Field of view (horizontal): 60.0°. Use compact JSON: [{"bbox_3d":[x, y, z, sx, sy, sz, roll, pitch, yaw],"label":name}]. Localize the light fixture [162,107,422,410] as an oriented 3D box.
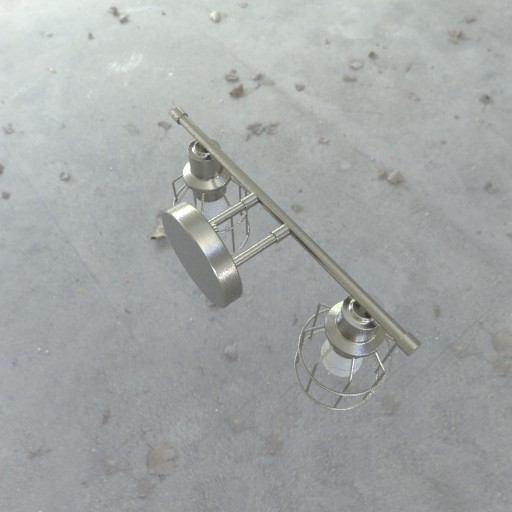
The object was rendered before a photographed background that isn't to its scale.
[{"bbox_3d":[0.000,0.000,0.539,0.165,0.254,0.406,-33,63,-19],"label":"light fixture"}]
